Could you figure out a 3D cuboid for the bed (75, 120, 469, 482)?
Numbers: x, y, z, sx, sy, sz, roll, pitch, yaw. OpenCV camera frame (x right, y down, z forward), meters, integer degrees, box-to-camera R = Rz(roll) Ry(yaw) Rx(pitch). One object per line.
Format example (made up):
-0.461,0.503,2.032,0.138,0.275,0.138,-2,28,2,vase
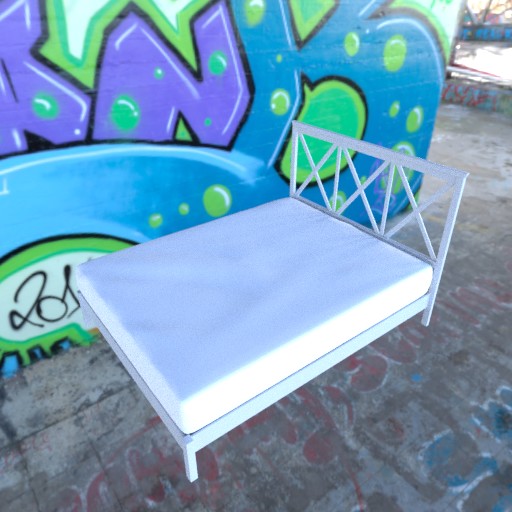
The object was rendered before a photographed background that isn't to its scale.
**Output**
0.000,0.000,3.151,2.135,1.253,1.673,-21,37,-31,bed
